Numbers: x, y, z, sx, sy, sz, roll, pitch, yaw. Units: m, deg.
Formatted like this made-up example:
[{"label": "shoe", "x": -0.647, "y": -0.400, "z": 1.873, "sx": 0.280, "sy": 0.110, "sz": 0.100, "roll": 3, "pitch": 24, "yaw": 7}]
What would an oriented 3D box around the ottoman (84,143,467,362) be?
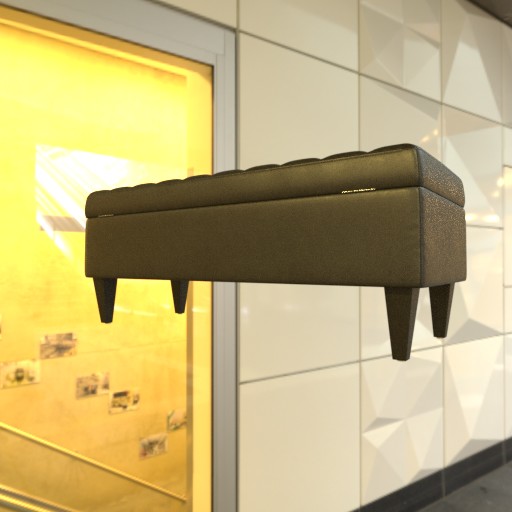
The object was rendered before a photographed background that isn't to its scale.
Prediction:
[{"label": "ottoman", "x": 0.000, "y": 0.000, "z": 1.405, "sx": 1.151, "sy": 0.469, "sz": 0.482, "roll": -1, "pitch": -1, "yaw": 35}]
